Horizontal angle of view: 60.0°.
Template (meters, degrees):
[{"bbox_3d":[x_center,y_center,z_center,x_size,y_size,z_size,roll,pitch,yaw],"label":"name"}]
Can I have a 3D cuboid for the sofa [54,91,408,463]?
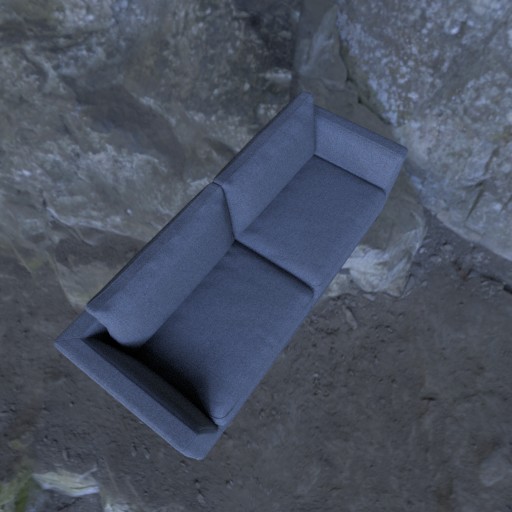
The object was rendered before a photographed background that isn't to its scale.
[{"bbox_3d":[0.000,0.000,2.690,0.869,1.002,2.212,32,64,18],"label":"sofa"}]
